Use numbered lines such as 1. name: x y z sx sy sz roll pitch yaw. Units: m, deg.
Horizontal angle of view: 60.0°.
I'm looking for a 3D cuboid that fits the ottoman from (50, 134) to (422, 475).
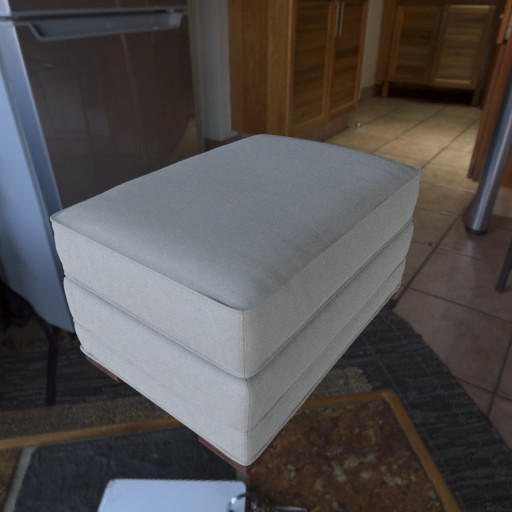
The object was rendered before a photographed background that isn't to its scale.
1. ottoman: 0.000 0.000 1.229 0.611 0.482 0.848 22 38 31
